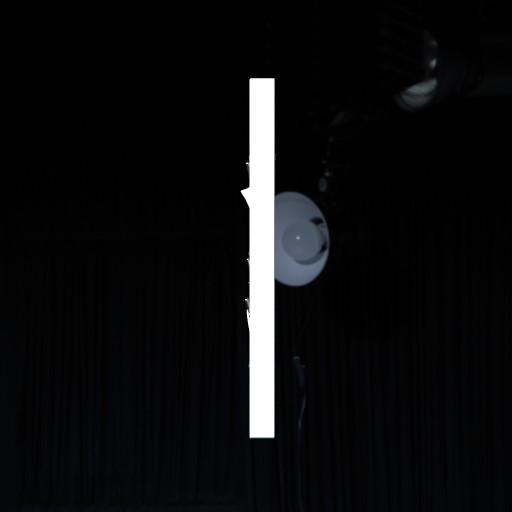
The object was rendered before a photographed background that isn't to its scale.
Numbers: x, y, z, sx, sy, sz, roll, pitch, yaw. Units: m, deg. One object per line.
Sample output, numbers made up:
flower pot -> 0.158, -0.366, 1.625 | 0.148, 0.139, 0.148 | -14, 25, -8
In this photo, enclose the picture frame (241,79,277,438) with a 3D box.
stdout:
picture frame -> 0.000, 0.000, 0.788 | 0.044, 0.379, 0.647 | 0, 1, 0
